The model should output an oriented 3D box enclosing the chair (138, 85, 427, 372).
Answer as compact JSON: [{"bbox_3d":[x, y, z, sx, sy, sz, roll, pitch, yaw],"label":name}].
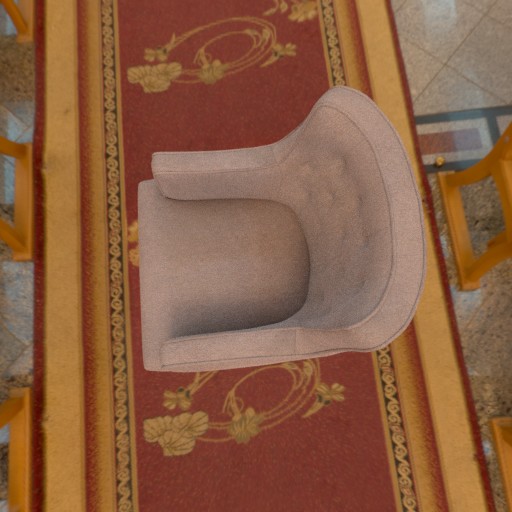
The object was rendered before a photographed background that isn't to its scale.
[{"bbox_3d":[0.000,0.000,1.624,0.910,0.919,0.781,-5,76,-1],"label":"chair"}]
